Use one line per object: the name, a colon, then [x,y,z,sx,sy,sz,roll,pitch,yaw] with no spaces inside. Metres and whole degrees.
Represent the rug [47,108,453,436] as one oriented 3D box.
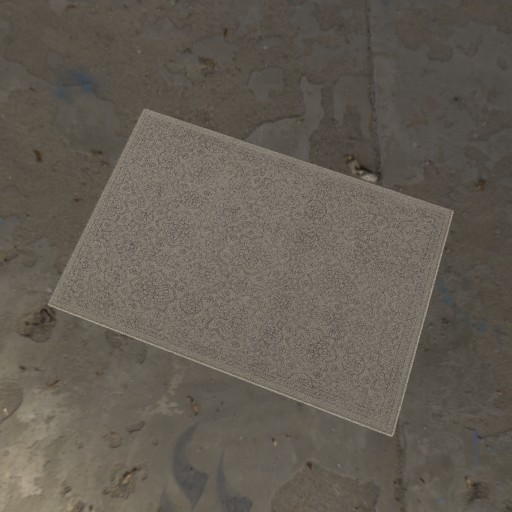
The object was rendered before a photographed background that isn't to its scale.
rug: [0.000,0.000,2.328,1.829,0.010,1.219,20,76,5]
